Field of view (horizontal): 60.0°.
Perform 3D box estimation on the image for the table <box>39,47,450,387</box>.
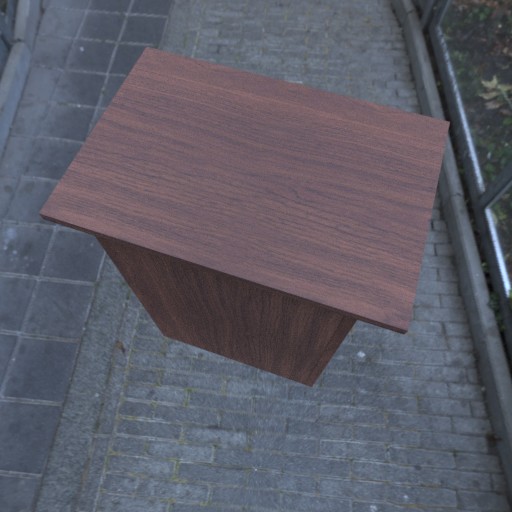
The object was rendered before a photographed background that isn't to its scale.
[{"bbox_3d":[0.000,0.000,1.065,0.589,0.711,0.406,17,65,8],"label":"table"}]
